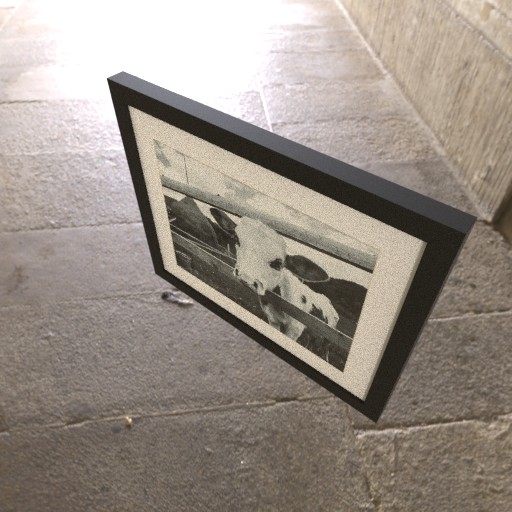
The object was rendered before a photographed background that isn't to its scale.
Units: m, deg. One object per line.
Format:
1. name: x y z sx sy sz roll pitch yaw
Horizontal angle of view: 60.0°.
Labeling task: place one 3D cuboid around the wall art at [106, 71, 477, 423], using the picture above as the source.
1. wall art: 0.000 0.000 0.531 0.404 0.329 0.024 30 53 25
